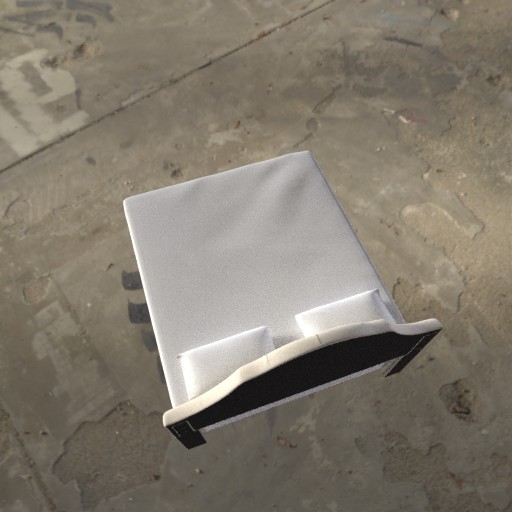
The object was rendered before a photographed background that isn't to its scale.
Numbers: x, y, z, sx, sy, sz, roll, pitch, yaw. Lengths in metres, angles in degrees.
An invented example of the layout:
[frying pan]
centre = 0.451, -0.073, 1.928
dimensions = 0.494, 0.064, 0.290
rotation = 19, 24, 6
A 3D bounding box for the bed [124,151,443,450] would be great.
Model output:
[bed]
centre = 0.000, 0.000, 3.621
dimensions = 2.008, 1.615, 2.214
rotation = -17, 61, -10
